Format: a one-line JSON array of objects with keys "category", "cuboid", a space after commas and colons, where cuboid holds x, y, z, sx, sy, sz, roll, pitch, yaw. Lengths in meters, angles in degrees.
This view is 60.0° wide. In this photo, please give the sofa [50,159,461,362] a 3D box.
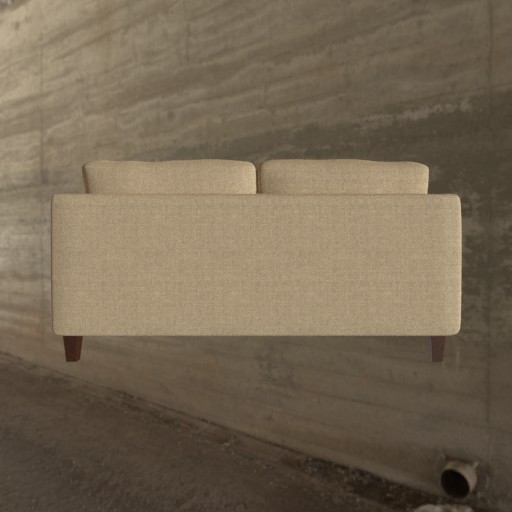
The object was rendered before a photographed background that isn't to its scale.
[{"category": "sofa", "cuboid": [0.000, 0.000, 2.457, 1.884, 0.963, 0.950, 0, 0, 0]}]
